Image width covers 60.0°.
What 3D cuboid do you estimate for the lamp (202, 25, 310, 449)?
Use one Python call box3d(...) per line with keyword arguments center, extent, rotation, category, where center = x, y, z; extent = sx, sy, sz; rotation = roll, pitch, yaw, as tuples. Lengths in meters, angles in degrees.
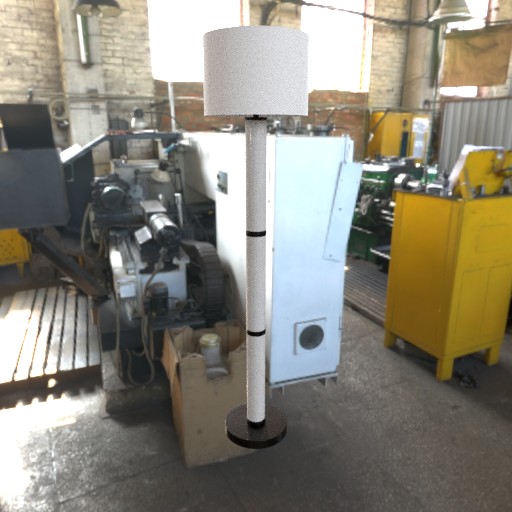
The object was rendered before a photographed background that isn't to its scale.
box3d(center=(0.000, 0.000, 1.766), extent=(0.377, 1.599, 0.377), rotation=(8, 18, 25), category="lamp")
